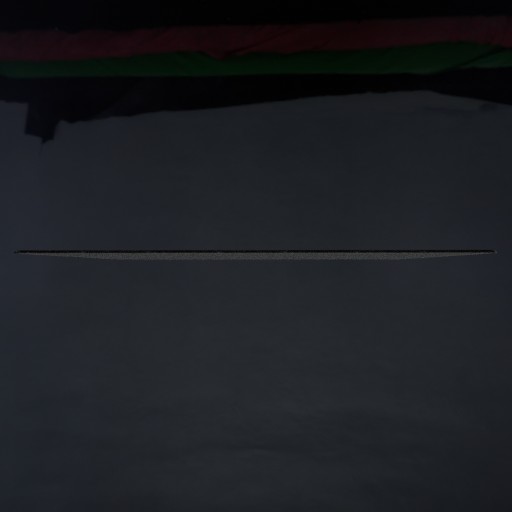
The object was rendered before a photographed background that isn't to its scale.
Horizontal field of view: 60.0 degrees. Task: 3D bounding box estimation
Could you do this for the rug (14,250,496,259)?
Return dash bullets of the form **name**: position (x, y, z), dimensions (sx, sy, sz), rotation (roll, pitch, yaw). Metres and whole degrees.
- **rug**: position (0.000, 0.000, 2.300), dimensions (1.836, 0.012, 1.239), rotation (0, -2, 2)
